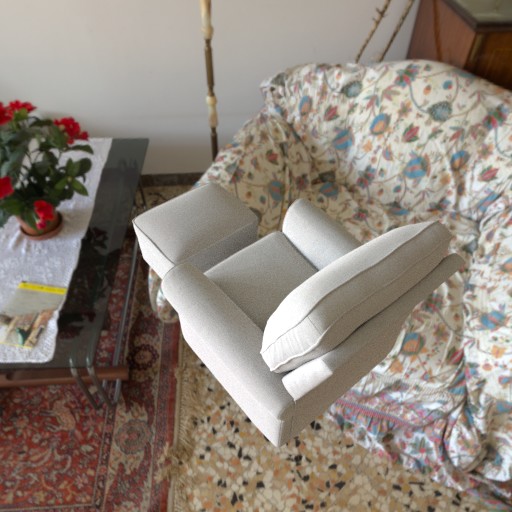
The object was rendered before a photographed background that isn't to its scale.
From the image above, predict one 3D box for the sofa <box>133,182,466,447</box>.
[{"bbox_3d":[0.000,0.000,2.025,0.880,0.959,1.478,-31,54,-26],"label":"sofa"}]
